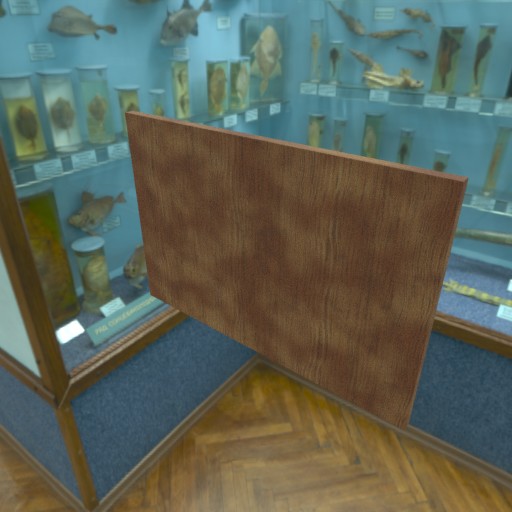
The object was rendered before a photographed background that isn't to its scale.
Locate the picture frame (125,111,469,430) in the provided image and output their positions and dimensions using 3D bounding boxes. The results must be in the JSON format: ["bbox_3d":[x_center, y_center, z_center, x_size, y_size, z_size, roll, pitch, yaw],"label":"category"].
[{"bbox_3d":[0.000,0.000,1.199,0.950,0.640,0.029,21,36,33],"label":"picture frame"}]
